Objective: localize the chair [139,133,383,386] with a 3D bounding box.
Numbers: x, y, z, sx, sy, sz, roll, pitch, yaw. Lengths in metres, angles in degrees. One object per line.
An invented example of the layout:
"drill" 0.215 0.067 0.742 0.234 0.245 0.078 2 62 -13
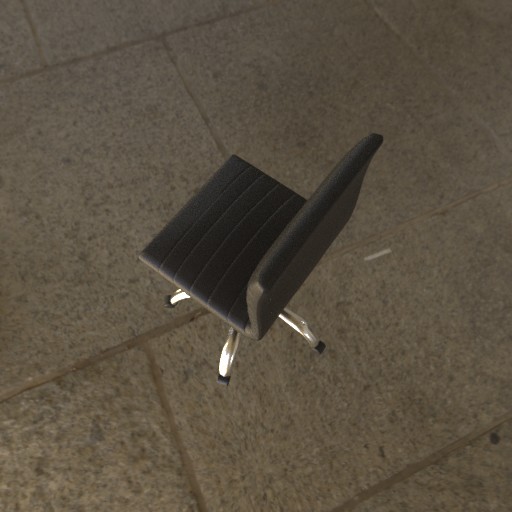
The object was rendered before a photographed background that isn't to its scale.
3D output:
"chair" 0.000 0.000 1.148 0.530 0.780 0.556 33 68 15
